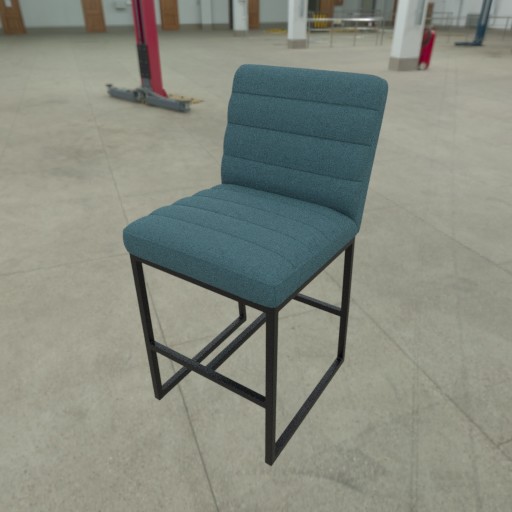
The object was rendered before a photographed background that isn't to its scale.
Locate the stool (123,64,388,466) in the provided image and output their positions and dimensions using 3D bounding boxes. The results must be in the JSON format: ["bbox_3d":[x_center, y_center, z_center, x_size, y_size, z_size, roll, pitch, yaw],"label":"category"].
[{"bbox_3d":[0.000,0.000,1.259,0.460,0.940,0.560,18,35,28],"label":"stool"}]
